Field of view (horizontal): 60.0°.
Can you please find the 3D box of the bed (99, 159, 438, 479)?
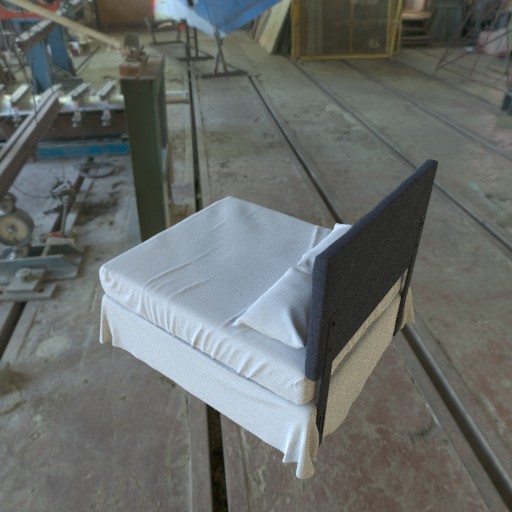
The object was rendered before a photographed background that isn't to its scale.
[{"bbox_3d":[0.000,0.000,3.546,2.222,1.577,1.936,22,39,30],"label":"bed"}]
